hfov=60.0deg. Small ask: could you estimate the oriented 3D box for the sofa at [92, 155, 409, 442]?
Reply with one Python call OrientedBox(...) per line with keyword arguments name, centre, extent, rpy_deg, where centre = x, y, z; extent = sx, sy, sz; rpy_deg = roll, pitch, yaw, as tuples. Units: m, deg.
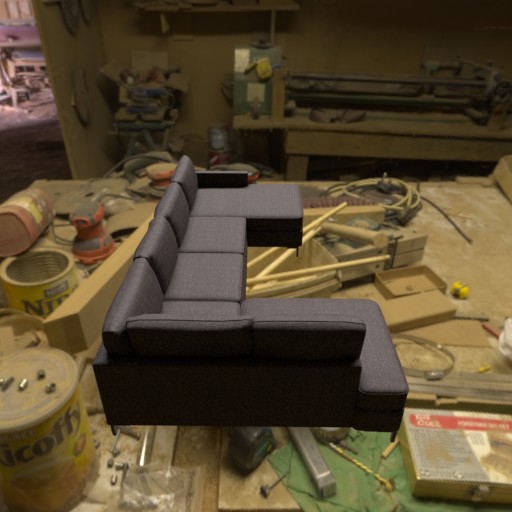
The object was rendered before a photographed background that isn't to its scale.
OrientedBox(name="sofa", centre=(0.000, 0.000, 4.327), extent=(2.048, 0.999, 3.423), rpy_deg=(0, 32, 1))
